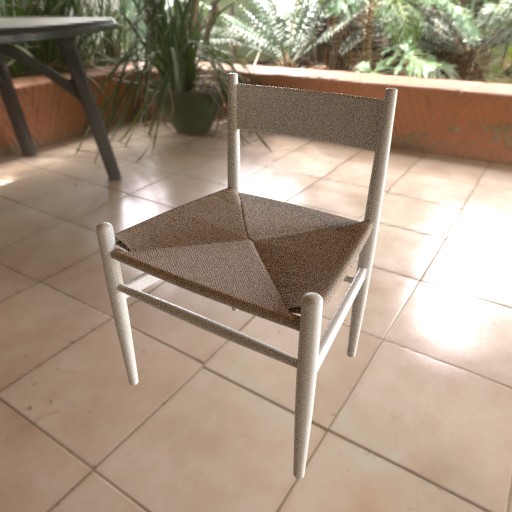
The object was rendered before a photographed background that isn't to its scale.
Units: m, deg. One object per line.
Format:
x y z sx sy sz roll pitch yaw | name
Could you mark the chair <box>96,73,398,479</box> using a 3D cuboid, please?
0.000 0.000 1.097 0.556 0.762 0.495 18 35 28 | chair
